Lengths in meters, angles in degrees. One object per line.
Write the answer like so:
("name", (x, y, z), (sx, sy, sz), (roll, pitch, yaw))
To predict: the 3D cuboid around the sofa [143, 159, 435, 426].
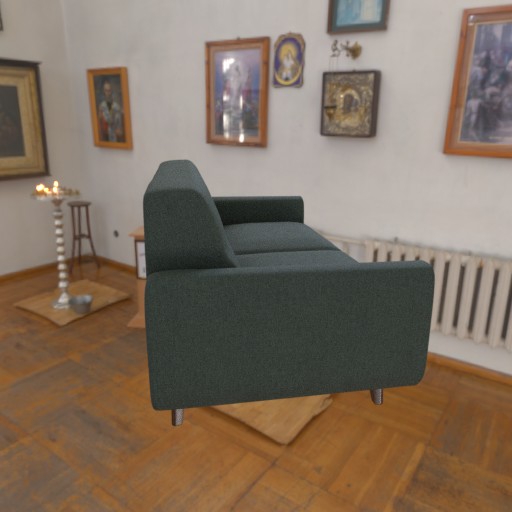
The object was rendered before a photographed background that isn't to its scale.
("sofa", (0.000, 0.000, 2.099), (0.909, 0.841, 1.631), (-3, 16, -9))
